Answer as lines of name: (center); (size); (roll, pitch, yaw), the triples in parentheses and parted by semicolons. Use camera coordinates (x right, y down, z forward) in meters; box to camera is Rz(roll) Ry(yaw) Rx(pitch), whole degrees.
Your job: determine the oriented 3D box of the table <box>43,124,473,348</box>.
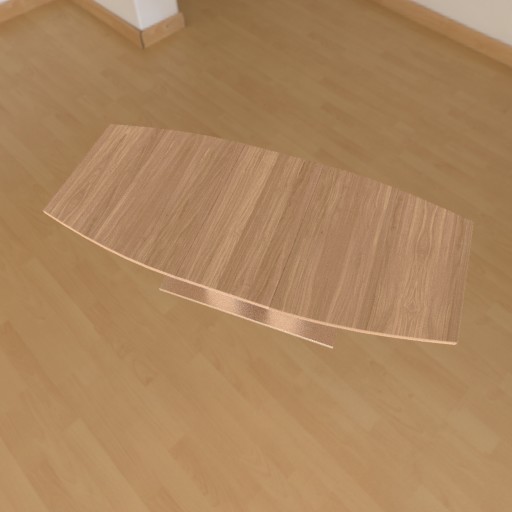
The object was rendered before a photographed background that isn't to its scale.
table: (0.000, 0.000, 2.514); (2.032, 0.750, 0.900); (17, 59, 11)
